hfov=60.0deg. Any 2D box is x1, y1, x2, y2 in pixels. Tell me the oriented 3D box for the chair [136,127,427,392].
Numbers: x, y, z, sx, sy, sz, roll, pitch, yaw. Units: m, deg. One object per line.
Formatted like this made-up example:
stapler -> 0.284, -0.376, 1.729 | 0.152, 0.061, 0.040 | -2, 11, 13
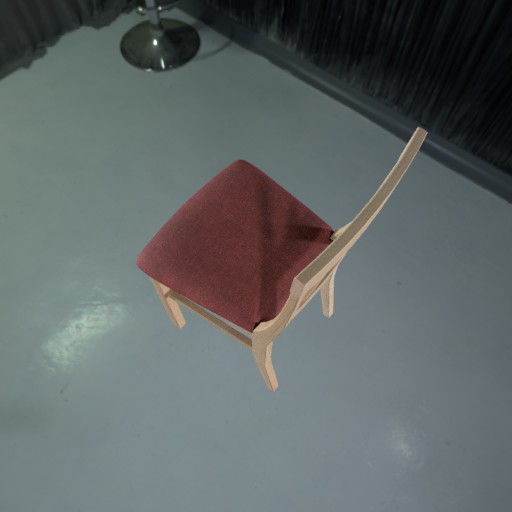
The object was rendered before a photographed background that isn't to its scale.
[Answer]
chair -> 0.000, 0.000, 1.168 | 0.492, 0.912, 0.439 | 35, 68, 17
